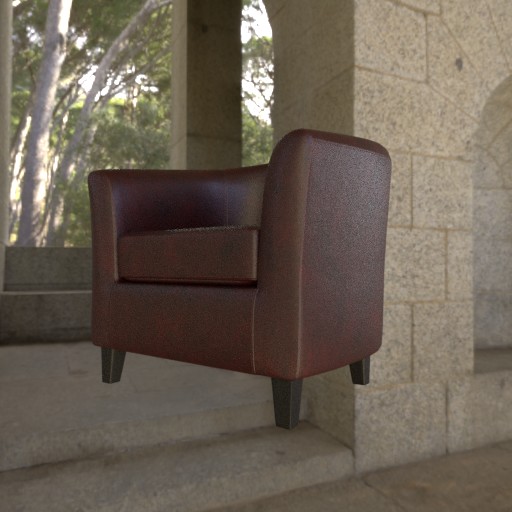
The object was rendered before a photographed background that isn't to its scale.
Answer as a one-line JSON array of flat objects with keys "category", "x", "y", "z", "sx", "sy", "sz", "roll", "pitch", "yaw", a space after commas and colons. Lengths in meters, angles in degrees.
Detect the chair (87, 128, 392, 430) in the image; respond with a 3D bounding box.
[{"category": "chair", "x": 0.000, "y": 0.000, "z": 1.408, "sx": 0.792, "sy": 0.756, "sz": 0.727, "roll": -1, "pitch": -1, "yaw": 36}]
